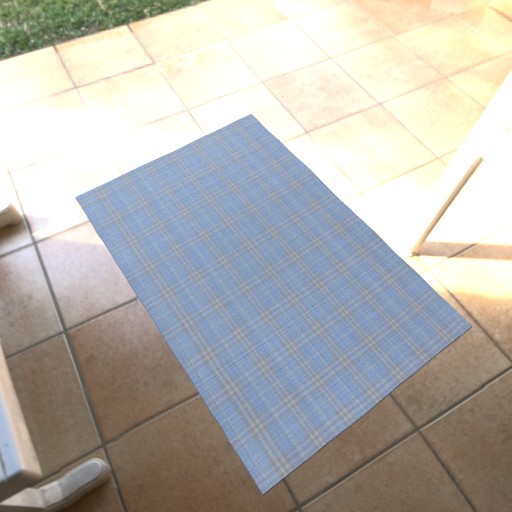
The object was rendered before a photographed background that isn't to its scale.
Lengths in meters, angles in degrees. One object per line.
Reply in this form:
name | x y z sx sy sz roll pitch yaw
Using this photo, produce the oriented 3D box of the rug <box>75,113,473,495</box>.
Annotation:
rug | 0.000 0.000 2.304 1.231 0.012 1.835 -31 63 -18
